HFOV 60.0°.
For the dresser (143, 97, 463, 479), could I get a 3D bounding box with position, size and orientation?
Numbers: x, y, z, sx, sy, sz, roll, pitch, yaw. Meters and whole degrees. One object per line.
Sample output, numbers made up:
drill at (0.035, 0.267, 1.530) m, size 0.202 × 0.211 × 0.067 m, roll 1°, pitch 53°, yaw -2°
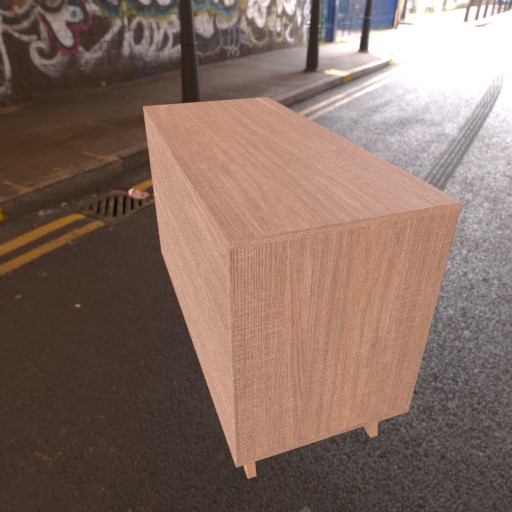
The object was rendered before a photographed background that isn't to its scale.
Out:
dresser at (0.000, 0.000, 1.480) m, size 0.500 × 0.780 × 1.110 m, roll -10°, pitch 32°, yaw -17°
